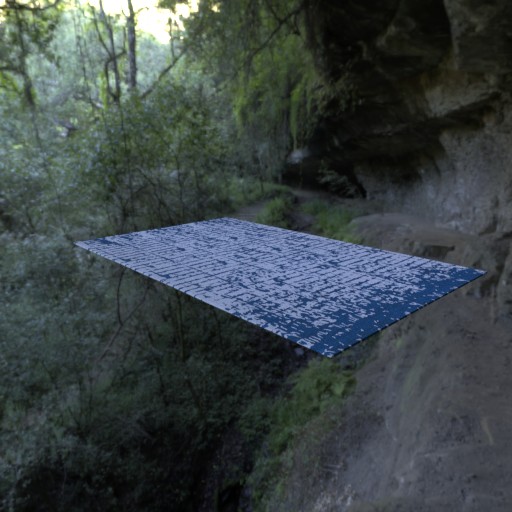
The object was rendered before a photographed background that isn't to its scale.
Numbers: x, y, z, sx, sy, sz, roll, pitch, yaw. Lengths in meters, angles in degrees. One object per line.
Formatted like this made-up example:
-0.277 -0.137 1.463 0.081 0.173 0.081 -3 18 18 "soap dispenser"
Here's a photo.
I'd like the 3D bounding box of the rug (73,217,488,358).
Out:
0.000 0.000 3.002 1.517 0.011 2.435 -14 21 -41 "rug"
